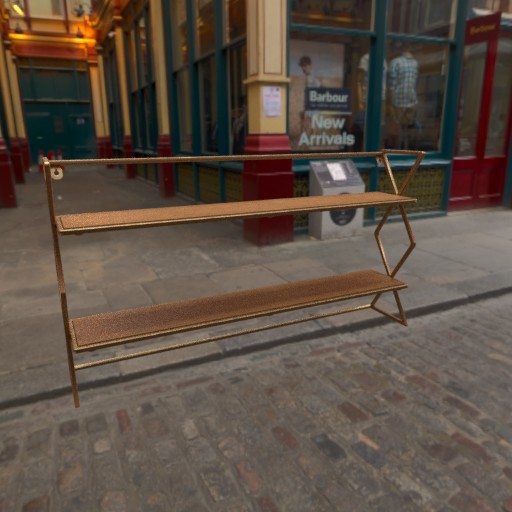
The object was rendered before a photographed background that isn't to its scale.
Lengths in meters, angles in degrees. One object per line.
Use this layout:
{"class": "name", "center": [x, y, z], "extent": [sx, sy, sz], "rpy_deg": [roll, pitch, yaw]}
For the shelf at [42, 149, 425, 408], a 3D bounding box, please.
{"class": "shelf", "center": [0.000, 0.000, 1.002], "extent": [0.822, 0.450, 0.150], "rpy_deg": [-8, 17, -25]}
